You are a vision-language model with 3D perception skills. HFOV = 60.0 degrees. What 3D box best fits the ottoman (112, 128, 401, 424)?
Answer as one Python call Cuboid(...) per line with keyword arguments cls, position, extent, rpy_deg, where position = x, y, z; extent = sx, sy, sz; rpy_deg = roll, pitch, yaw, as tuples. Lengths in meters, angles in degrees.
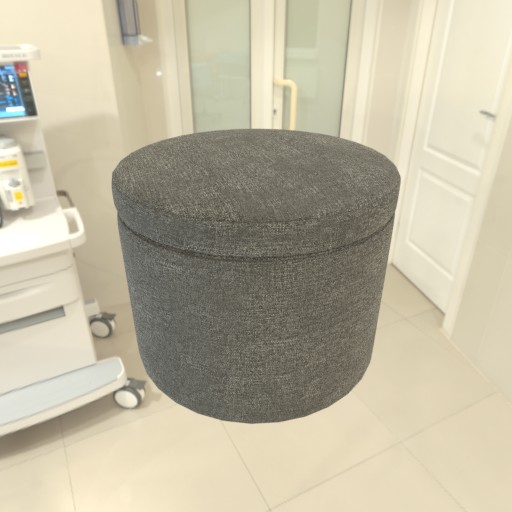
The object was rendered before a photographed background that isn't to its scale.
Cuboid(cls="ottoman", position=(0.000, 0.000, 0.880), extent=(0.500, 0.419, 0.500), rpy_deg=(0, 29, 0))
